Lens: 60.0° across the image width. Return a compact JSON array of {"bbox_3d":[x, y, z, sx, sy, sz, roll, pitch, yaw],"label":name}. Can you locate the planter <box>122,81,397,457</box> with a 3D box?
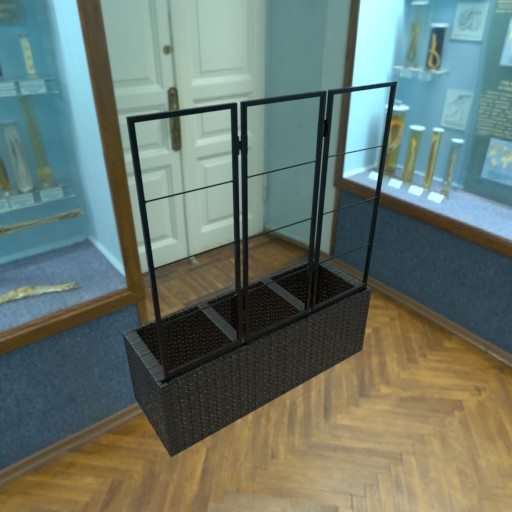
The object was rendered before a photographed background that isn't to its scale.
[{"bbox_3d":[0.000,0.000,1.175,0.699,0.841,0.244,-19,35,-30],"label":"planter"}]
